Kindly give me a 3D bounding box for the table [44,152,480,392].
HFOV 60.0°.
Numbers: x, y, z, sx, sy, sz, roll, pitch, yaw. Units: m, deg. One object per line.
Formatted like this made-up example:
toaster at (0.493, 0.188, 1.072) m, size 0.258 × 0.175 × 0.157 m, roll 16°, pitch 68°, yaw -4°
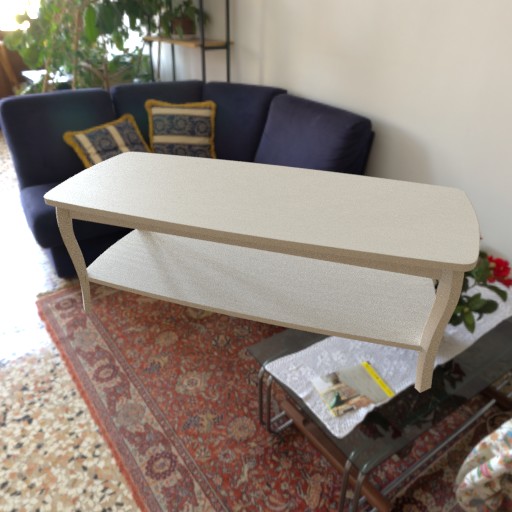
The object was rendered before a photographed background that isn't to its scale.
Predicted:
table at (0.000, 0.000, 1.561) m, size 1.334 × 0.474 × 0.561 m, roll 10°, pitch 32°, yaw 16°
